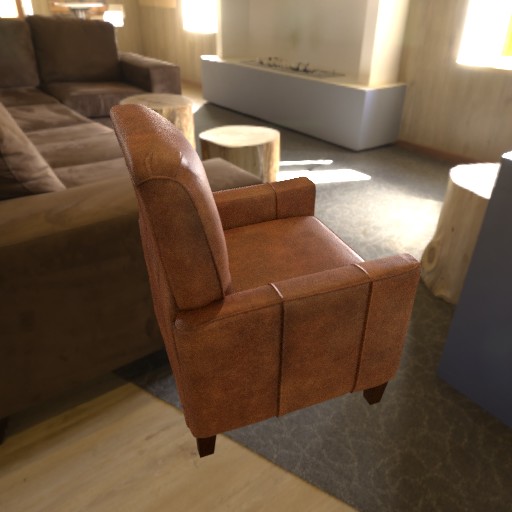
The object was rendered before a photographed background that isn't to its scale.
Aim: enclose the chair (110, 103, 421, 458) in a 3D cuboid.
[{"bbox_3d":[0.000,0.000,1.624,0.836,1.043,0.843,-11,32,-17],"label":"chair"}]
